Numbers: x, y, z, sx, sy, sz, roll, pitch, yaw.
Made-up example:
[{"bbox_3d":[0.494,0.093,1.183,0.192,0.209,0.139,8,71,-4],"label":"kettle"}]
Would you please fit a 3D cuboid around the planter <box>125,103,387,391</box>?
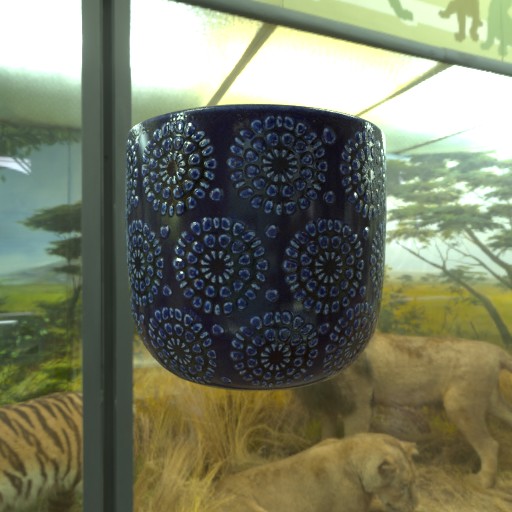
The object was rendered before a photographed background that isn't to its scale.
[{"bbox_3d":[0.000,0.000,0.293,0.165,0.149,0.165,0,1,0],"label":"planter"}]
